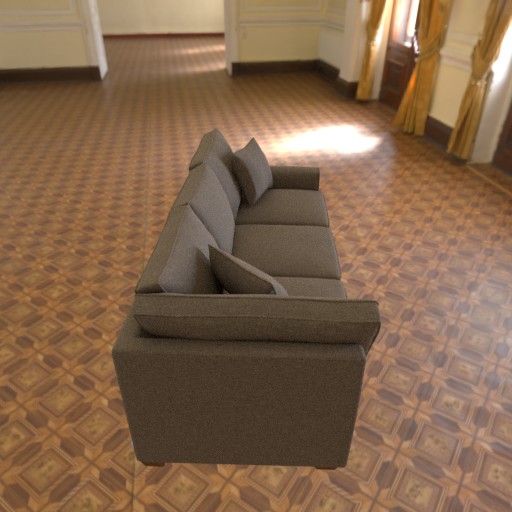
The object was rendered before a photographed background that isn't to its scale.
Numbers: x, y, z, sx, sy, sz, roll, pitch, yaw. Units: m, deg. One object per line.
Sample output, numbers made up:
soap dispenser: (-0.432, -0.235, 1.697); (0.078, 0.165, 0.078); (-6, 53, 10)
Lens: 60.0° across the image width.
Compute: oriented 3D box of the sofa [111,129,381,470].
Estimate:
sofa: (0.000, 0.000, 2.795); (1.061, 0.962, 2.317); (1, 32, 2)
